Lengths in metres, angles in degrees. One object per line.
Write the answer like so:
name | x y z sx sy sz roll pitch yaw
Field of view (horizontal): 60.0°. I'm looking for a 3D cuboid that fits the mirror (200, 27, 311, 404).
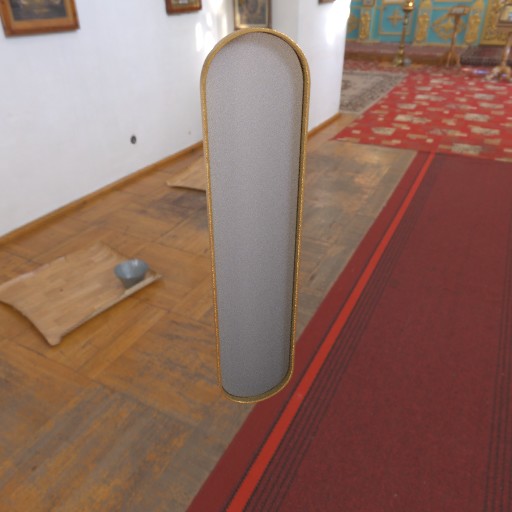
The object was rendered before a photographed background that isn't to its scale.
mirror | 0.000 0.000 1.080 0.222 0.991 0.032 -9 32 -15
